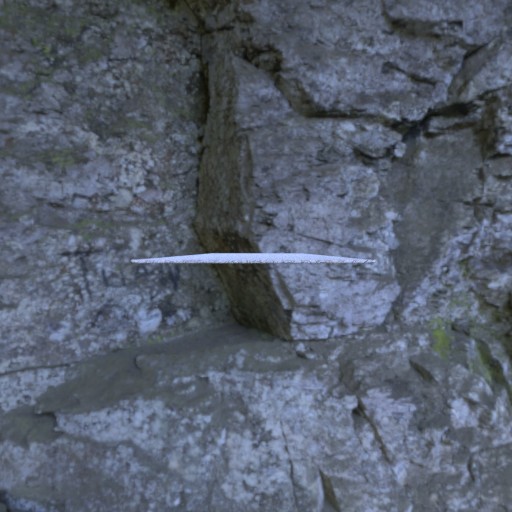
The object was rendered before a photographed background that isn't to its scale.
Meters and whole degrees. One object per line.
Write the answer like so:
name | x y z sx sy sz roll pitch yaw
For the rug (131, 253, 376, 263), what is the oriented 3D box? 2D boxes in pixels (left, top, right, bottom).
rug | 0.000 0.000 2.641 0.807 0.013 2.436 0 1 0
